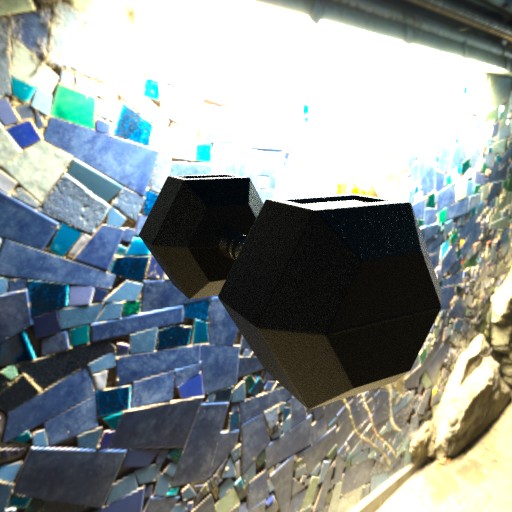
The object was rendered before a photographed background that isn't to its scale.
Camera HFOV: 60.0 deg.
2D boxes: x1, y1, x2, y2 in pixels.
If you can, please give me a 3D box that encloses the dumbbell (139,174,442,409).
[{"bbox_3d":[0.000,0.000,0.433,0.157,0.137,0.361,-7,16,-27],"label":"dumbbell"}]
